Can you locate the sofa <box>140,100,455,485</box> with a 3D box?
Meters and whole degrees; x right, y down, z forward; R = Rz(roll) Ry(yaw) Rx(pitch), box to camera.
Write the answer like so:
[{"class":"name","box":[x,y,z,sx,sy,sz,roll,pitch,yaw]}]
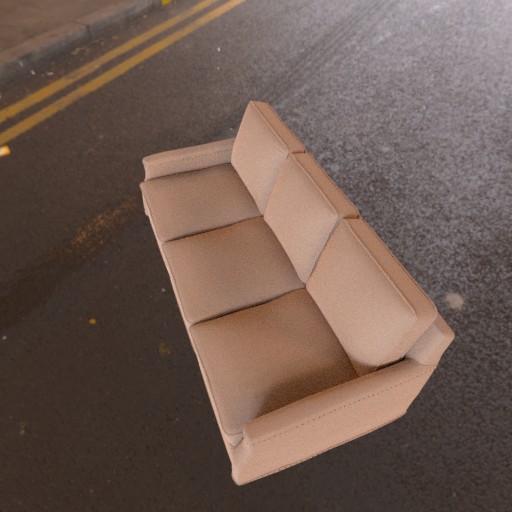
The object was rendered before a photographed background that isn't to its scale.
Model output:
[{"class":"sofa","box":[0.000,0.000,2.770,1.084,1.003,2.246,-16,49,-14]}]
